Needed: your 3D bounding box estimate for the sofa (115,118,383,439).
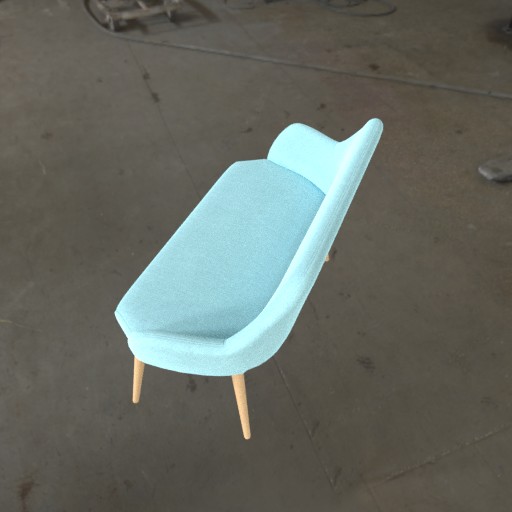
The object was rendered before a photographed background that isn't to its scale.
[{"bbox_3d":[0.000,0.000,1.616,0.610,0.840,1.150,18,49,16],"label":"sofa"}]
